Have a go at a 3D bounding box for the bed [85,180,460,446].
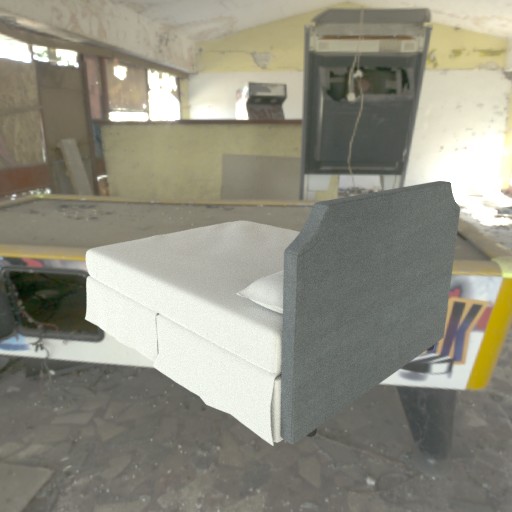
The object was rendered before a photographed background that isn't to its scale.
[{"bbox_3d":[0.000,0.000,3.624,1.977,1.306,2.464,-15,22,-42],"label":"bed"}]
